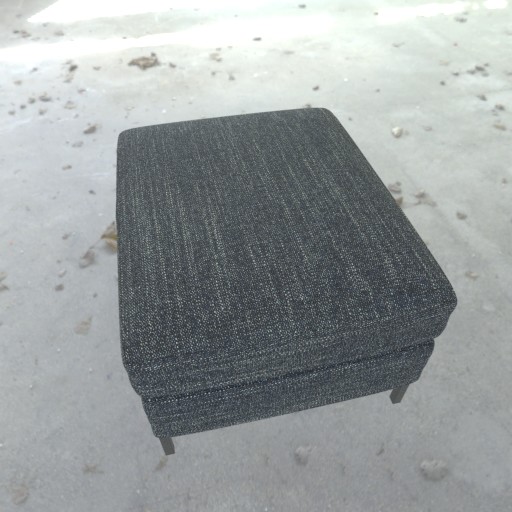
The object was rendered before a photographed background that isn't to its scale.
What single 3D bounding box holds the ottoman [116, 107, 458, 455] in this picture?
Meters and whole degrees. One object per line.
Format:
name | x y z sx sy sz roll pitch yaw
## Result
ottoman | 0.000 0.000 1.211 0.667 0.491 0.814 -9 47 -9
